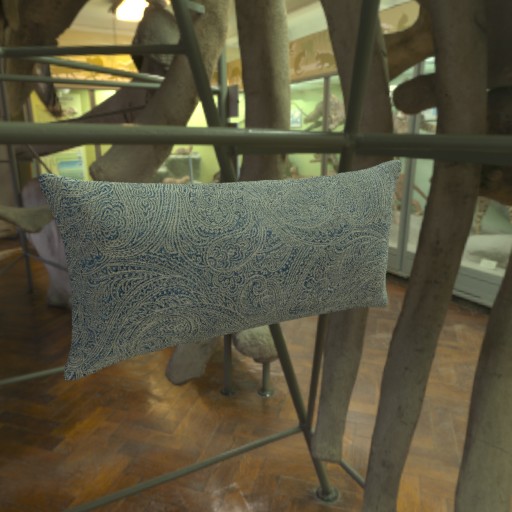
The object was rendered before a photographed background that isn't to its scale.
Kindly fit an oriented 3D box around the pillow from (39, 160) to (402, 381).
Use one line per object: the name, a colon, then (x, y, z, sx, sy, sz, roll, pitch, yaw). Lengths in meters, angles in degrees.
pillow: (0.000, 0.000, 0.731, 0.615, 0.295, 0.151, -8, 17, -26)
